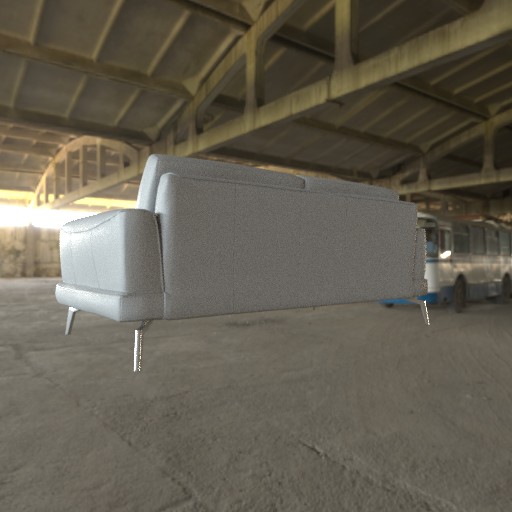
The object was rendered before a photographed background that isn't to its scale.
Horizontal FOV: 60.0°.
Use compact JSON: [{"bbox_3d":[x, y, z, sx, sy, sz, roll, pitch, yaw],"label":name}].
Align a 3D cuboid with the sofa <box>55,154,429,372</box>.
[{"bbox_3d":[0.000,0.000,2.782,2.177,0.930,1.121,0,0,-37],"label":"sofa"}]
